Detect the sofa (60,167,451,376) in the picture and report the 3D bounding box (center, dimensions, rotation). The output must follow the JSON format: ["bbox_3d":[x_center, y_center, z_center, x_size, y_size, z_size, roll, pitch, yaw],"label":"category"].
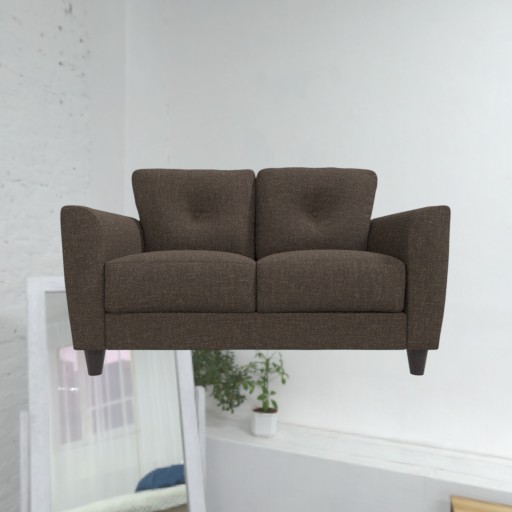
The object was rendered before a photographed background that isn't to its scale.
[{"bbox_3d":[0.000,0.000,2.006,1.423,0.885,0.851,0,1,0],"label":"sofa"}]
